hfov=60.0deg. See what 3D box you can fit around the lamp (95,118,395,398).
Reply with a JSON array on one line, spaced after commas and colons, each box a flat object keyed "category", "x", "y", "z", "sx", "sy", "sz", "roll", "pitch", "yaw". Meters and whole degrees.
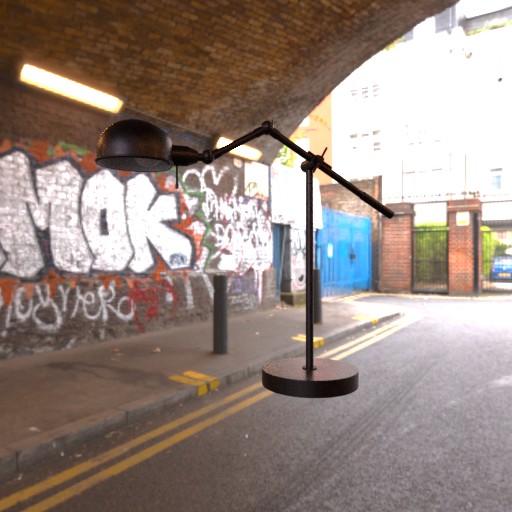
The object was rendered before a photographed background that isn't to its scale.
[{"category": "lamp", "x": 0.000, "y": 0.000, "z": 0.830, "sx": 0.567, "sy": 0.495, "sz": 0.185, "roll": 0, "pitch": -1, "yaw": -18}]
